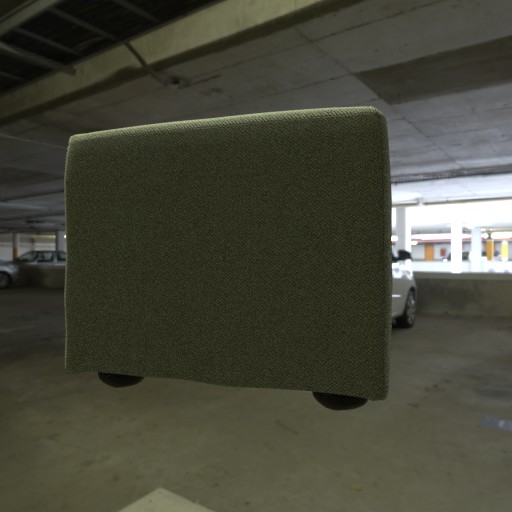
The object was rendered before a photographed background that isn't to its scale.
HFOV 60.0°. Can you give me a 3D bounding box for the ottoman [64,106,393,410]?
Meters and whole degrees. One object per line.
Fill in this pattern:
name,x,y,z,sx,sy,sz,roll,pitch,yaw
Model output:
ottoman,0.000,0.000,0.889,0.521,0.453,0.512,0,0,17
